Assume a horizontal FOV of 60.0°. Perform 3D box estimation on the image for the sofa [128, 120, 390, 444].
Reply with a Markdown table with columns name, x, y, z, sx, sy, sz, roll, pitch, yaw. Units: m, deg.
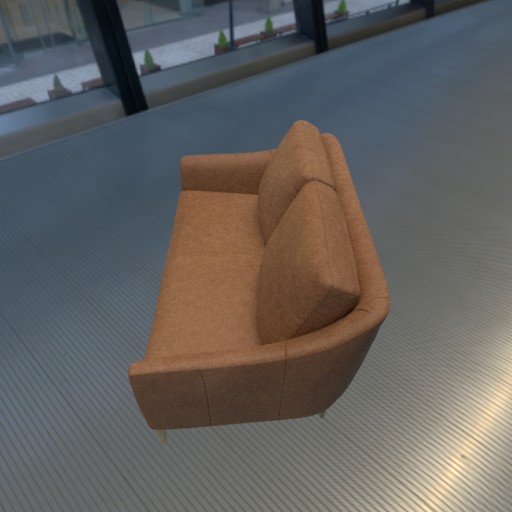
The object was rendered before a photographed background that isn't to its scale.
| name | x | y | z | sx | sy | sz | roll | pitch | yaw |
| --- | --- | --- | --- | --- | --- | --- | --- | --- | --- |
| sofa | 0.000 | 0.000 | 2.262 | 0.960 | 0.902 | 1.619 | 0 | 41 | 0 |
